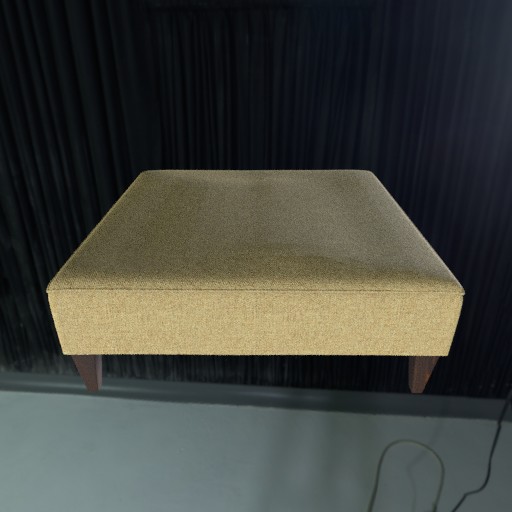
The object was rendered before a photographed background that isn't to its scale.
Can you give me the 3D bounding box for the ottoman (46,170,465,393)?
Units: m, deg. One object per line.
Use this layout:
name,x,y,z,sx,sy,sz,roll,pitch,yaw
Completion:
ottoman,0.000,0.000,1.510,0.981,0.378,0.970,0,27,0
